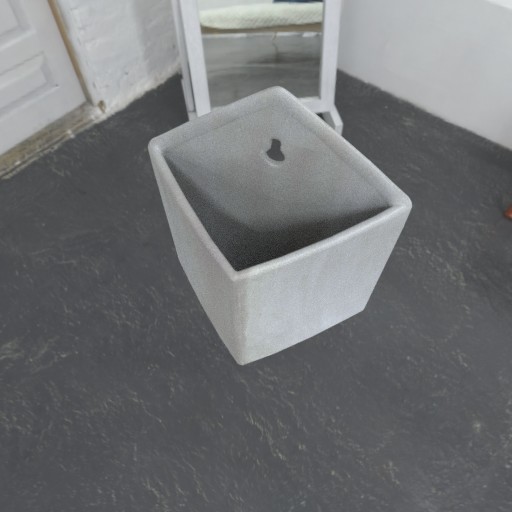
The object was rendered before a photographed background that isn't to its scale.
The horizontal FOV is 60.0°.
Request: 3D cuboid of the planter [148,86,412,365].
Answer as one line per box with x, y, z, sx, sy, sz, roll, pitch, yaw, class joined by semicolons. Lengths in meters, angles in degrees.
0.000;0.000;0.276;0.163;0.194;0.080;15;59;9;planter
